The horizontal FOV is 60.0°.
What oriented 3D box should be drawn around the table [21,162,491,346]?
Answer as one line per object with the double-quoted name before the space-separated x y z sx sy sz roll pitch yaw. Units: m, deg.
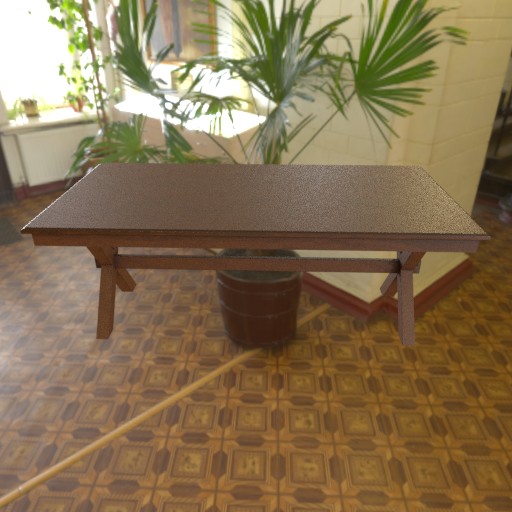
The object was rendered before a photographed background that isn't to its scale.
"table" 0.000 0.000 1.493 1.197 0.459 0.594 1 28 2
